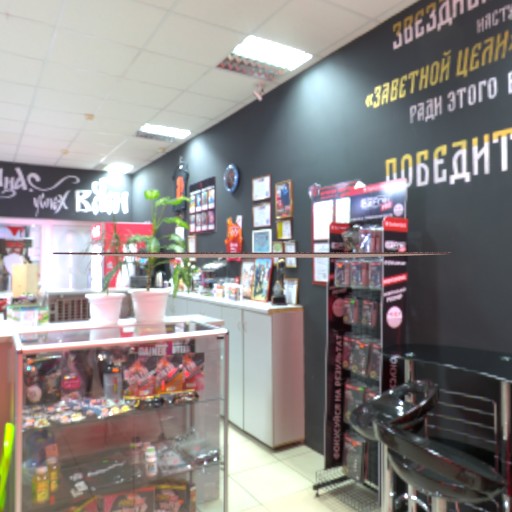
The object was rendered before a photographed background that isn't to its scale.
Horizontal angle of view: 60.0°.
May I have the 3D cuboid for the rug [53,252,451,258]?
[{"bbox_3d":[0.000,0.000,5.158,2.894,0.011,3.957,0,-1,1],"label":"rug"}]
